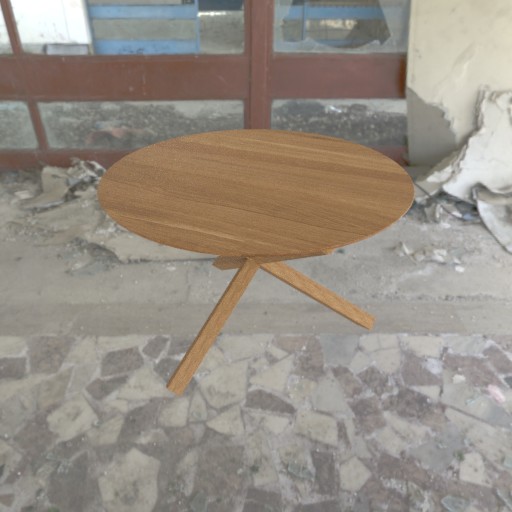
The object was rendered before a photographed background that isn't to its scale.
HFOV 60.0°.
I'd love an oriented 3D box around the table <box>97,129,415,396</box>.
[{"bbox_3d":[0.000,0.000,1.691,1.038,0.666,1.038,0,32,0],"label":"table"}]
